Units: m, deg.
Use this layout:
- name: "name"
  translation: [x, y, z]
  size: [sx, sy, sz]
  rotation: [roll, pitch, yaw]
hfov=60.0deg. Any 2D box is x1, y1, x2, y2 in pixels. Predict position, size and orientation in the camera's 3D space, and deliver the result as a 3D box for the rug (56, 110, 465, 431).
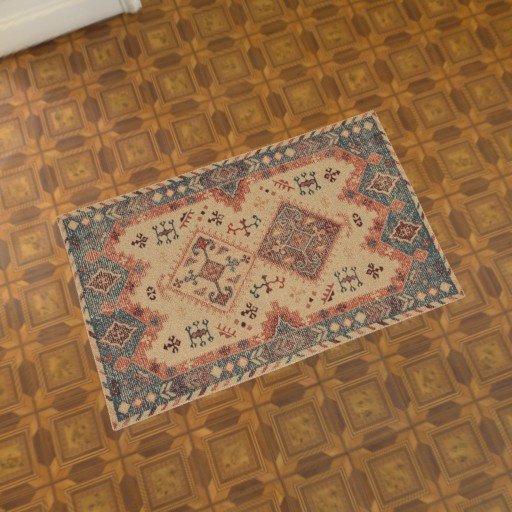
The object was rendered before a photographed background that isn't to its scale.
- name: "rug"
  translation: [0.000, 0.000, 3.063]
  size: [2.464, 0.023, 1.521]
  rotation: [-20, 76, -5]
